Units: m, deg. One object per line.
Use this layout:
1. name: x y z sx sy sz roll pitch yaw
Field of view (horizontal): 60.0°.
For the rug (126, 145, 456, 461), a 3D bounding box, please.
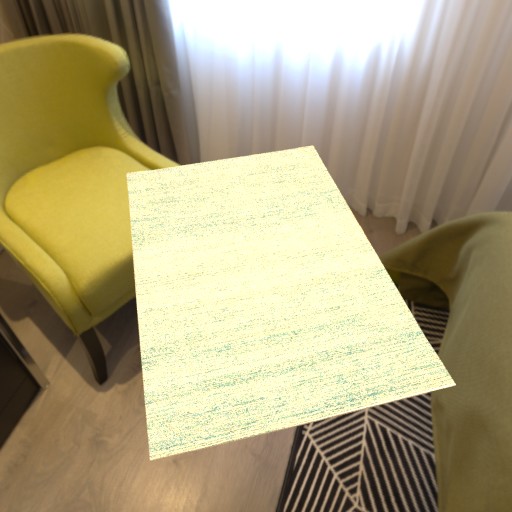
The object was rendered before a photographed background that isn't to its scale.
1. rug: 0.000 0.000 2.949 1.593 0.029 2.305 -10 48 -9
